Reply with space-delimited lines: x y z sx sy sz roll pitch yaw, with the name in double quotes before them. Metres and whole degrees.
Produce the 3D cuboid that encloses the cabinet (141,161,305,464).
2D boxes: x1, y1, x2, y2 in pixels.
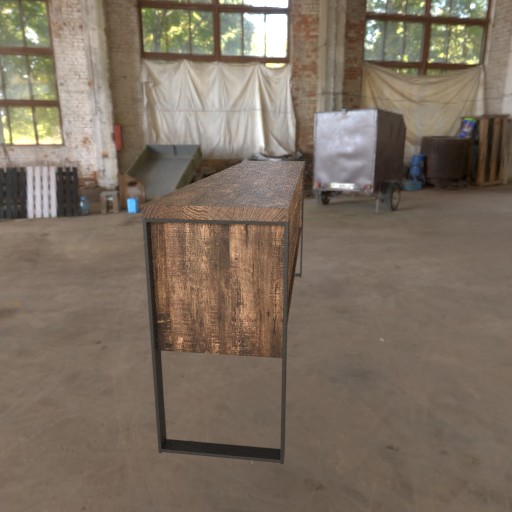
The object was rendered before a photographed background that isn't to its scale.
"cabinet" 0.000 0.000 2.084 0.395 0.762 1.800 2 16 7
